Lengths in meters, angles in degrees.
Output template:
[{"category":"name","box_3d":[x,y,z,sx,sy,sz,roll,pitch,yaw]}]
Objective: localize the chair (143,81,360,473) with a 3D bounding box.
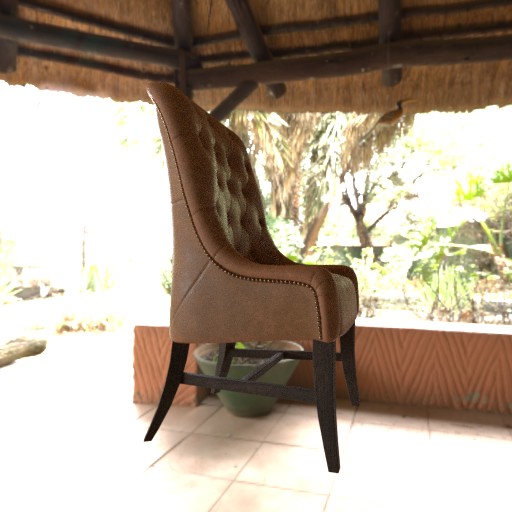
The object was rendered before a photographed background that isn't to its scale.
[{"category":"chair","box_3d":[0.000,0.000,1.476,0.629,1.091,0.634,0,-1,18]}]
